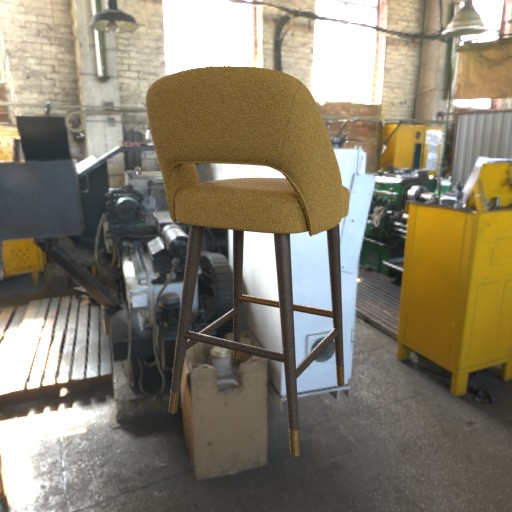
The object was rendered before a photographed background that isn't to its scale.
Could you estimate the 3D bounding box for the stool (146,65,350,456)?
[{"bbox_3d":[0.000,0.000,1.376,0.536,1.032,0.522,8,16,27],"label":"stool"}]
